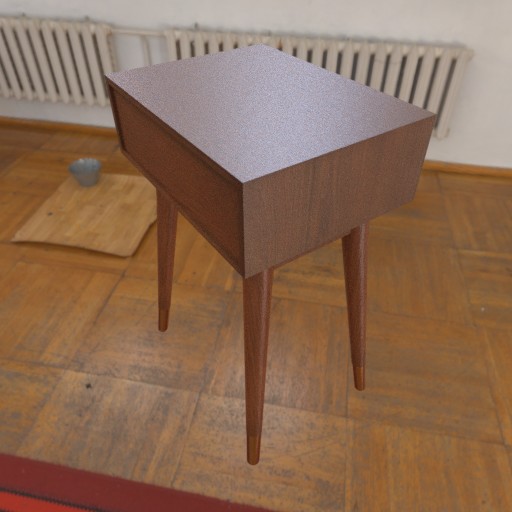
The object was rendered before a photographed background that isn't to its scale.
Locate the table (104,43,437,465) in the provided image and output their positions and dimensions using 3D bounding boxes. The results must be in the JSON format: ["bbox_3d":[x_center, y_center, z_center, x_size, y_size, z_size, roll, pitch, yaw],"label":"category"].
[{"bbox_3d":[0.000,0.000,0.811,0.300,0.599,0.406,-24,46,-26],"label":"table"}]
